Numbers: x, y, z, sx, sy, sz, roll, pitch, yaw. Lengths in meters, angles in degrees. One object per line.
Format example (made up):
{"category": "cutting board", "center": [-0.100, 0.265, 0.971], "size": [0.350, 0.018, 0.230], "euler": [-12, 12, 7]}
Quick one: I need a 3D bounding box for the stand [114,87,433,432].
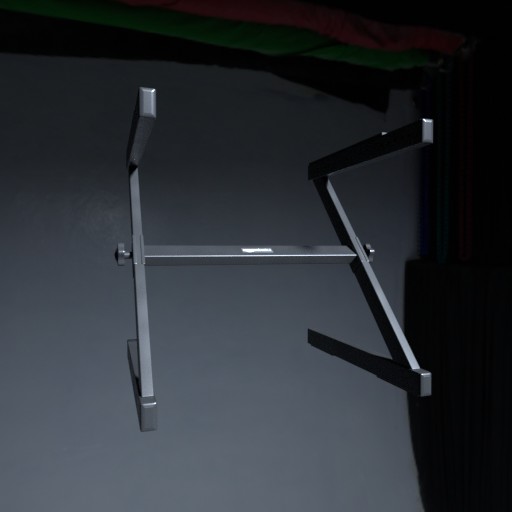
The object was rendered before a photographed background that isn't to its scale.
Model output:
{"category": "stand", "center": [0.000, 0.000, 1.151], "size": [0.700, 0.617, 0.586], "euler": [0, 1, -18]}
